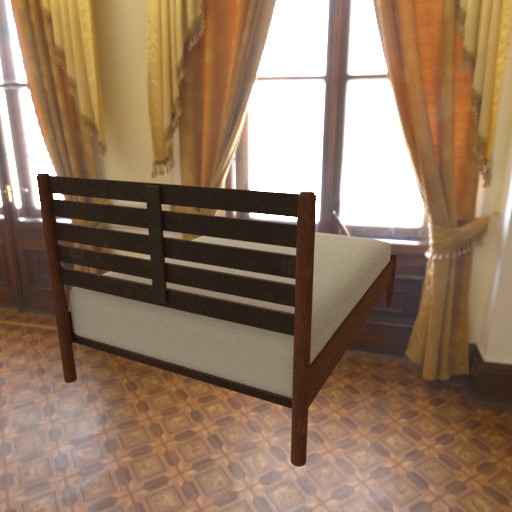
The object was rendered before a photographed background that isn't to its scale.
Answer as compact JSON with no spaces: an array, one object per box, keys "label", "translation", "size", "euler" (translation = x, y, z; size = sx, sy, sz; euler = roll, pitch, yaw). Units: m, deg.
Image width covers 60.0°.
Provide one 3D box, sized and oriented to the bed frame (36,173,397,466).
[{"label":"bed frame","translation":[0.000,0.000,3.252],"size":[1.655,1.321,2.234],"euler":[8,18,26]}]
